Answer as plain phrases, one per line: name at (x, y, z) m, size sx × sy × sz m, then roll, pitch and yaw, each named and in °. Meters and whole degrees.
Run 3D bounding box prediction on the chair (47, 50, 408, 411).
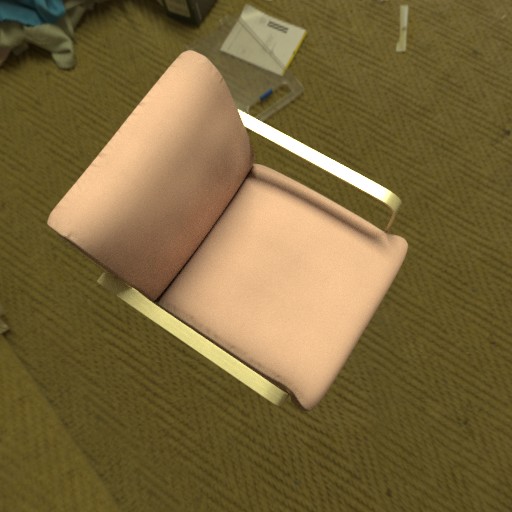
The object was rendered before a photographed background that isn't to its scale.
chair at (0.000, 0.000, 1.459) m, size 0.848 × 0.823 × 0.701 m, roll 32°, pitch 78°, yaw 8°
